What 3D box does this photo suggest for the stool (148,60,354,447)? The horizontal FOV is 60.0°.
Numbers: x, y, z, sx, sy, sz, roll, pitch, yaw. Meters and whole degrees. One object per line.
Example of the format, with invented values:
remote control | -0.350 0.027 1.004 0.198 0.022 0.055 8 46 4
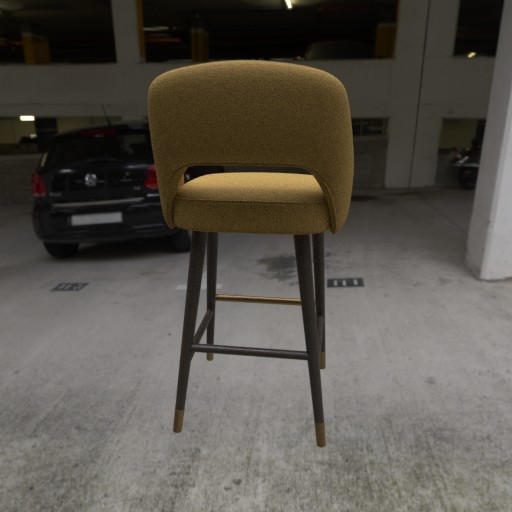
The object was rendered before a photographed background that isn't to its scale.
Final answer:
stool | 0.000 0.000 1.332 0.536 1.032 0.522 2 18 8
